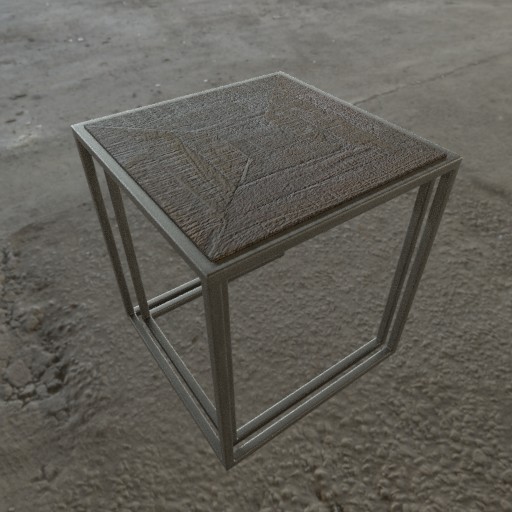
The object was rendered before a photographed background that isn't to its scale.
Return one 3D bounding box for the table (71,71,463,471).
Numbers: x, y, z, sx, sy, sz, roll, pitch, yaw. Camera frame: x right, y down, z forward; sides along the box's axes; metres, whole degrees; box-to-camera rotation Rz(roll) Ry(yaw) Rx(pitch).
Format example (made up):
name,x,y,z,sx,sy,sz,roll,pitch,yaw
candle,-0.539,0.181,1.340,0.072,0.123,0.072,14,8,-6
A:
name,x,y,z,sx,sy,sz,roll,pitch,yaw
table,0.000,0.000,0.872,0.449,0.500,0.450,-25,47,-26
